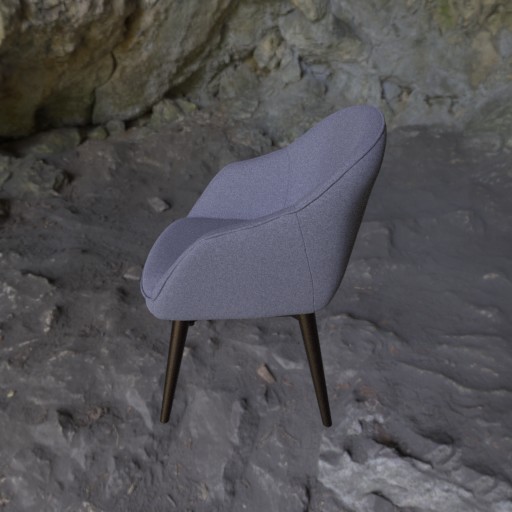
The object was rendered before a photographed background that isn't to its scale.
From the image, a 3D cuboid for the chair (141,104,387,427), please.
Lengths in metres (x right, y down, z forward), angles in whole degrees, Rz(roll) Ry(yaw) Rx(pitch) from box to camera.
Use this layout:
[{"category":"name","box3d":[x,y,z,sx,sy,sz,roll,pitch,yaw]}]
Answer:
[{"category":"chair","box3d":[0.000,0.000,1.267,0.611,0.810,0.589,1,27,1]}]
